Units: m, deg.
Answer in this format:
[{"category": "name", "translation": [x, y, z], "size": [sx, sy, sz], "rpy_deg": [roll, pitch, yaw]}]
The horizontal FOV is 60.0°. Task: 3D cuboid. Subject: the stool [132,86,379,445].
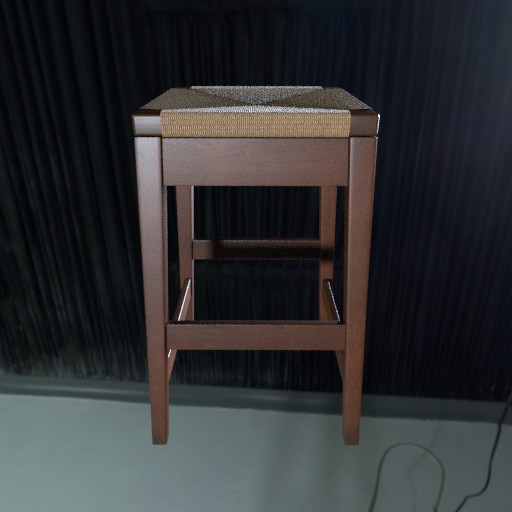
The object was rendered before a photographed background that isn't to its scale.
[{"category": "stool", "translation": [0.000, 0.000, 1.120], "size": [0.497, 0.762, 0.507], "rpy_deg": [0, 27, 0]}]
